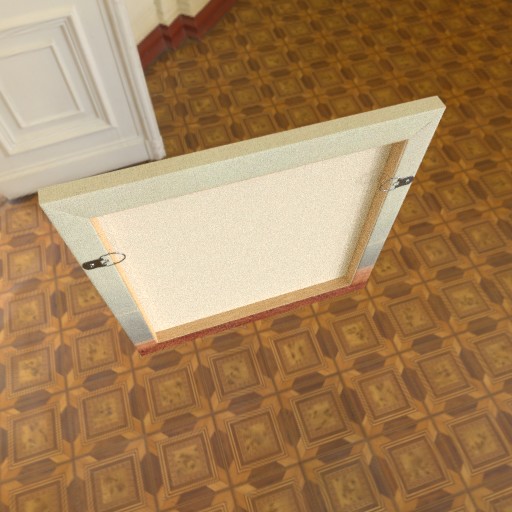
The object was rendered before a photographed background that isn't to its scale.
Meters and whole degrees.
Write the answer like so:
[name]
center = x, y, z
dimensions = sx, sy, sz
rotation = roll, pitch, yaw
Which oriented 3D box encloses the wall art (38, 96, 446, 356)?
[wall art]
center = 0.000, 0.000, 0.598
dimensions = 0.405, 0.405, 0.023
rotation = -16, 60, -9
